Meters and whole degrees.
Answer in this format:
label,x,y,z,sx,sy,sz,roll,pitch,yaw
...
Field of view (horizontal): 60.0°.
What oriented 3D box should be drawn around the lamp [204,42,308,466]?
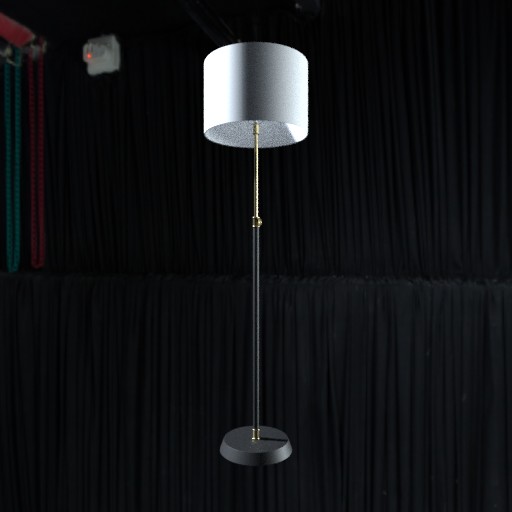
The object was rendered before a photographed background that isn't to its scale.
label,x,y,z,sx,sy,sz,roll,pitch,yaw
lamp,0.000,0.000,1.742,0.404,1.517,0.404,0,0,20
